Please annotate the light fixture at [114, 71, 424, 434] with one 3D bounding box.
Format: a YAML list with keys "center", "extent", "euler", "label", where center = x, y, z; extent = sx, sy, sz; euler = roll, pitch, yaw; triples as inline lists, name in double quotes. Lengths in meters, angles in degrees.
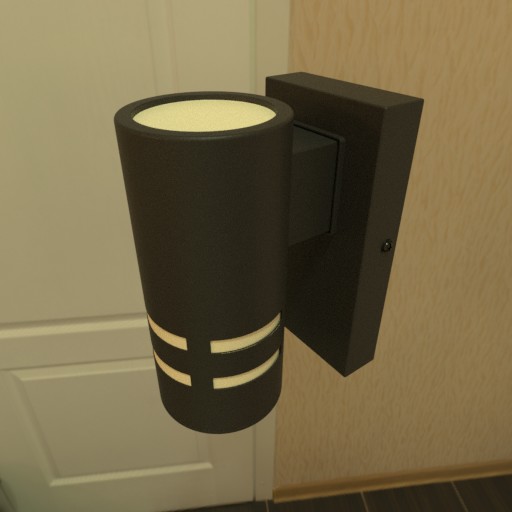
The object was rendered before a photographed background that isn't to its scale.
- center: [0.000, 0.000, 0.263]
  extent: [0.138, 0.179, 0.098]
  euler: [-21, 38, -30]
  label: "light fixture"
